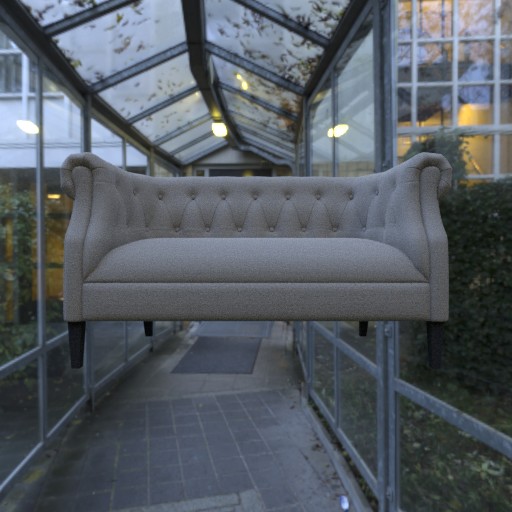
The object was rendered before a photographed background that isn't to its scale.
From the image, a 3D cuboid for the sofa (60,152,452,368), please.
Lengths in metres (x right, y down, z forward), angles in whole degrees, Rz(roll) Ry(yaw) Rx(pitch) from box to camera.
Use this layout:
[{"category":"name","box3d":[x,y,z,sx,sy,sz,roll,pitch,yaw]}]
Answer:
[{"category":"sofa","box3d":[0.000,0.000,2.020,1.558,0.827,0.835,0,1,0]}]
